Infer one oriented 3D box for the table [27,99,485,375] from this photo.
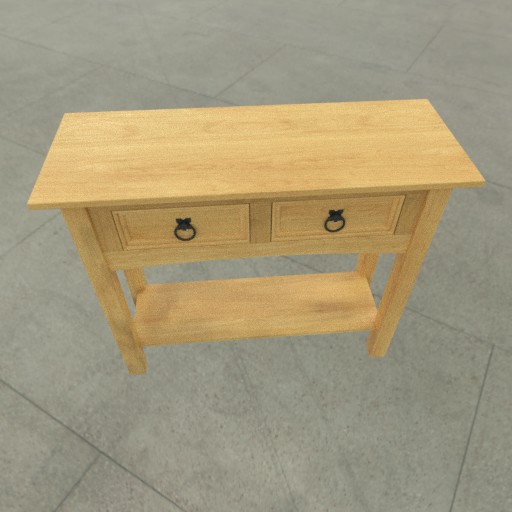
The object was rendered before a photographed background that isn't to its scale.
[{"bbox_3d":[0.000,0.000,1.246,0.900,0.728,0.340,-3,47,-3],"label":"table"}]
